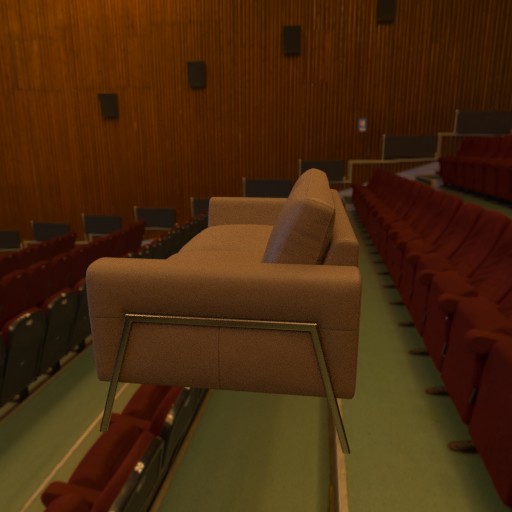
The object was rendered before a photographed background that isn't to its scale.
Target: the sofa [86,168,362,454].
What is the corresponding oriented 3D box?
[{"bbox_3d":[0.000,0.000,2.461,0.953,0.875,2.017,2,15,7],"label":"sofa"}]
